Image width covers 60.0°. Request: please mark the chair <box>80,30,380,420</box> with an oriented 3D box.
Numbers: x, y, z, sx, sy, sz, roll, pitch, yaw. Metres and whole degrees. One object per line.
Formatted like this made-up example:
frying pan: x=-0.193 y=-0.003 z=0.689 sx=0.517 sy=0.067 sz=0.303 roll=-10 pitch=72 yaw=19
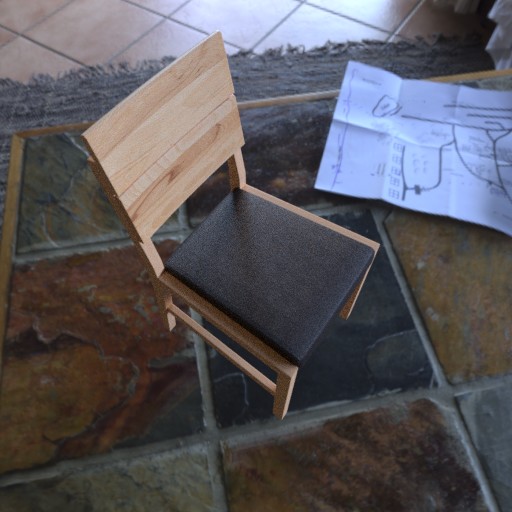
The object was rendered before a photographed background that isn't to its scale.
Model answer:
chair: x=0.000 y=0.000 z=1.259 sx=0.560 sy=0.950 sz=0.475 roll=31 pitch=63 yaw=18
